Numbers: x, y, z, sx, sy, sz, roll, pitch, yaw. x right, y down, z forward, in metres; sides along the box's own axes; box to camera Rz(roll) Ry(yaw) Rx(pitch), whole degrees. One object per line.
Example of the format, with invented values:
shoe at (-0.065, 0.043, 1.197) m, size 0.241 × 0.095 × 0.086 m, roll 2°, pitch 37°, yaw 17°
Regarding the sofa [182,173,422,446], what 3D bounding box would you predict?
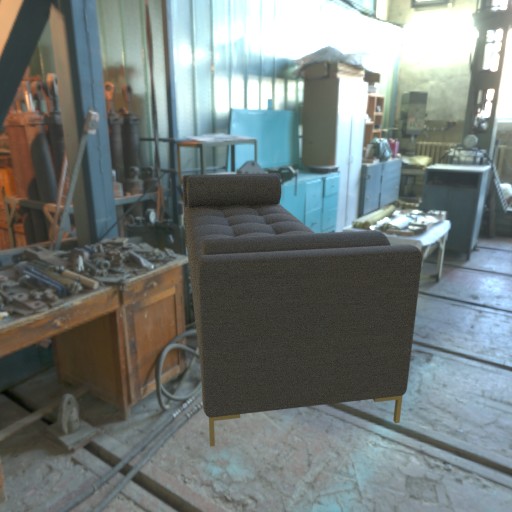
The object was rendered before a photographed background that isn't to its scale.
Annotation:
sofa at (0.000, 0.000, 2.299) m, size 0.686 × 0.635 × 1.981 m, roll -3°, pitch 18°, yaw -10°
